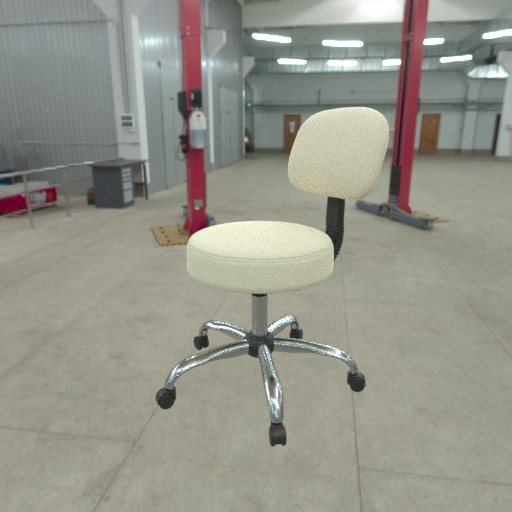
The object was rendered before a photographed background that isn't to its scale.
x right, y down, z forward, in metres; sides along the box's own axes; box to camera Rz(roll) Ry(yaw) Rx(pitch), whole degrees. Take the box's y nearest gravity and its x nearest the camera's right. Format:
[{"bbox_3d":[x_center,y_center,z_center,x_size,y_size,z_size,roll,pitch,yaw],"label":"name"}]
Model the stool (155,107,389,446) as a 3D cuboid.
[{"bbox_3d":[0.000,0.000,1.259,0.616,0.810,0.609,-8,18,-25],"label":"stool"}]
